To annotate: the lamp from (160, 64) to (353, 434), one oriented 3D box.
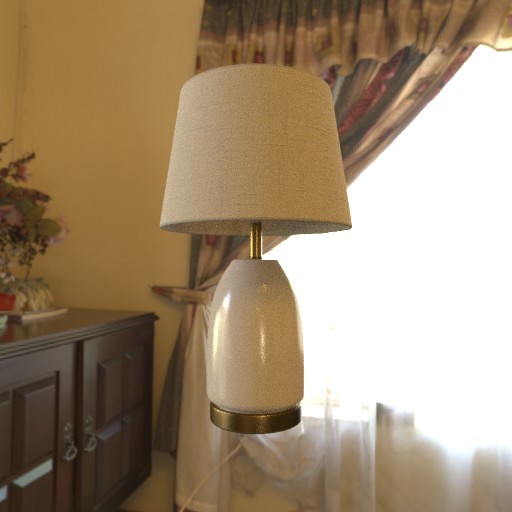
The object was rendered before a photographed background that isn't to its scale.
[{"bbox_3d":[0.000,0.000,0.669,0.285,0.483,0.285,0,-1,0],"label":"lamp"}]
